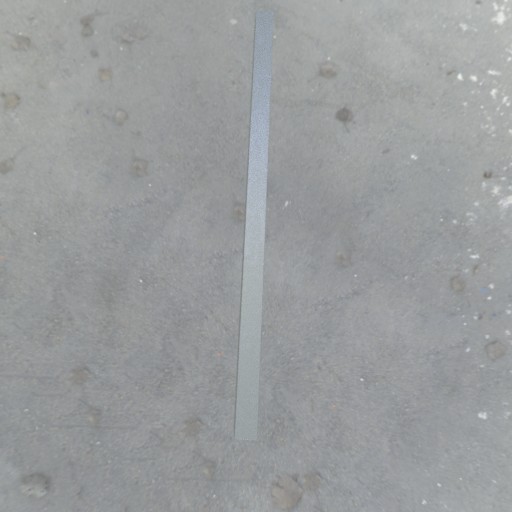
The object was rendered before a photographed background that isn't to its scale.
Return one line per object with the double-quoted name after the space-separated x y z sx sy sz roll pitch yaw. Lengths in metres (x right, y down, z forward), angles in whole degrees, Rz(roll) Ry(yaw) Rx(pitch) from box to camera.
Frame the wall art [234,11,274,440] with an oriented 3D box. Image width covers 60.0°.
0.000 0.000 1.180 0.038 0.807 0.809 2 75 1 "wall art"
